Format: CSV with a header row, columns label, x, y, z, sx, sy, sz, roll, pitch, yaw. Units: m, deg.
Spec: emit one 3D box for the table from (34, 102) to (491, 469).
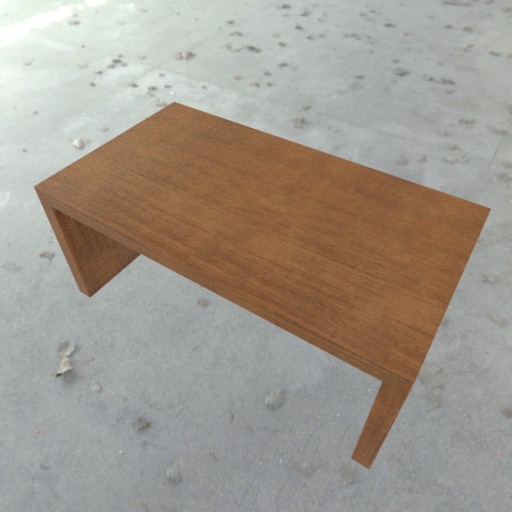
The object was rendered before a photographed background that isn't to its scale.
label,x,y,z,sx,sy,sz,roll,pitch,yaw
table,0.000,0.000,1.250,1.000,0.419,0.549,25,51,22
